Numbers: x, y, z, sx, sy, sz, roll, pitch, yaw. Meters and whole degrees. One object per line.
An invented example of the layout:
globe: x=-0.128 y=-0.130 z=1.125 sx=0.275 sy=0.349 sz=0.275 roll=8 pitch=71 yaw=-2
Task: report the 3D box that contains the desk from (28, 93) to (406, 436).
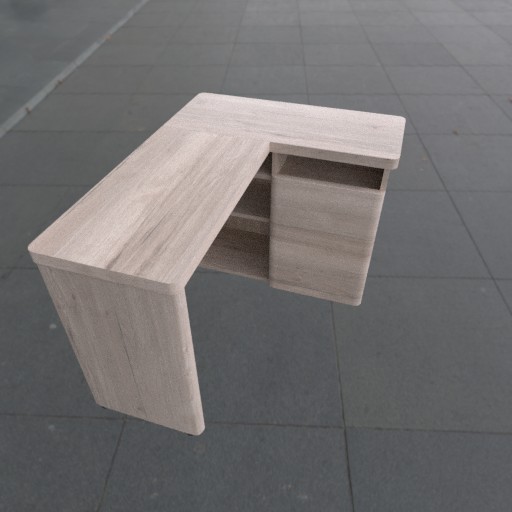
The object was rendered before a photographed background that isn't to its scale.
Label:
desk: x=0.000 y=0.000 z=1.719 sx=0.900 sy=0.760 sz=1.169 roll=12 pitch=42 yaw=13
